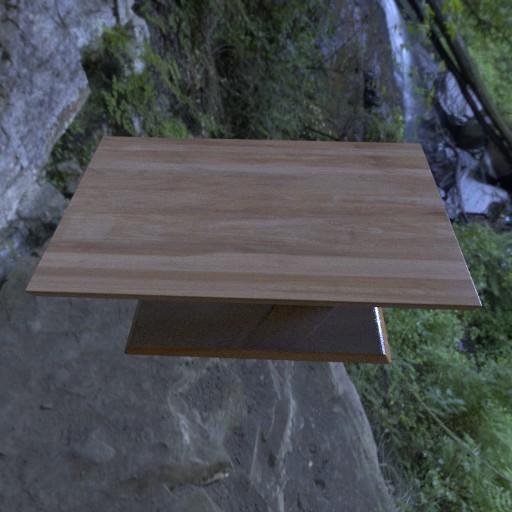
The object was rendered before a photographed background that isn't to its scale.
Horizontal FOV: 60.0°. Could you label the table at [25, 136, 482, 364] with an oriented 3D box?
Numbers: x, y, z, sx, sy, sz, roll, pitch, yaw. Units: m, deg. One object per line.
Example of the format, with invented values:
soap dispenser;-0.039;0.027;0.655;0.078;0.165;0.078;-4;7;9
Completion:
table;0.000;0.000;1.461;1.100;0.441;0.692;2;47;2
